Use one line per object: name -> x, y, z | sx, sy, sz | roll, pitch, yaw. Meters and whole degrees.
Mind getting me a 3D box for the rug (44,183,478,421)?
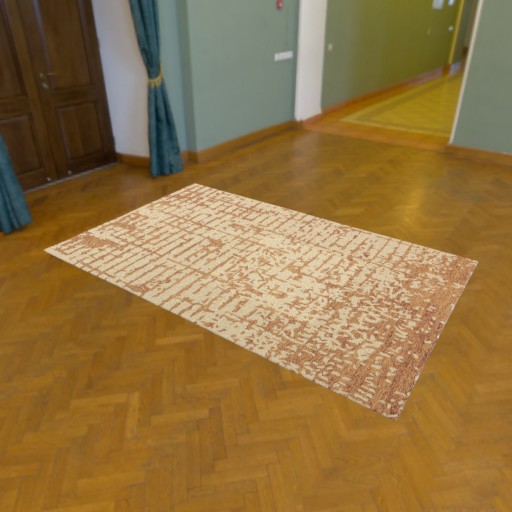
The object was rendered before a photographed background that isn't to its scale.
rug -> 0.000, 0.000, 2.922 | 2.435, 0.011, 1.517 | 19, 35, 30
